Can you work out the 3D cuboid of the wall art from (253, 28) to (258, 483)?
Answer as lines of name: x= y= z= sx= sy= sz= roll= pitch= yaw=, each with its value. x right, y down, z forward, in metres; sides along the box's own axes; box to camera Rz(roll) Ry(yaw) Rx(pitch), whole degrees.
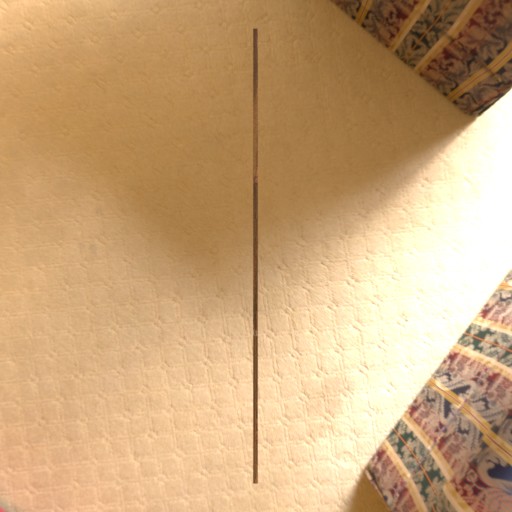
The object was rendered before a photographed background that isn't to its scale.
wall art: x=0.000 y=0.000 z=1.789 sx=0.013 sy=1.213 sz=1.215 roll=0 pitch=90 yaw=0
